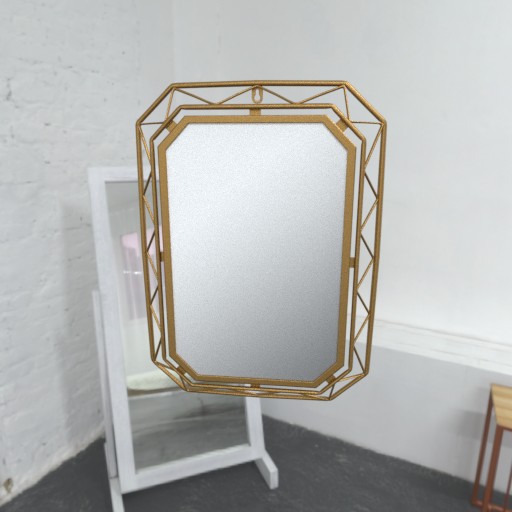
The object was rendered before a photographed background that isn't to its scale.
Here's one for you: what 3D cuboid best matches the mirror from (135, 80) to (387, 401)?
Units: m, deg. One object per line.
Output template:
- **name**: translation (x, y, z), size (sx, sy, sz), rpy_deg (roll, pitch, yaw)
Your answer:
- **mirror**: translation (0.000, 0.000, 0.756), size (0.417, 0.566, 0.042), rpy_deg (2, 15, 6)
